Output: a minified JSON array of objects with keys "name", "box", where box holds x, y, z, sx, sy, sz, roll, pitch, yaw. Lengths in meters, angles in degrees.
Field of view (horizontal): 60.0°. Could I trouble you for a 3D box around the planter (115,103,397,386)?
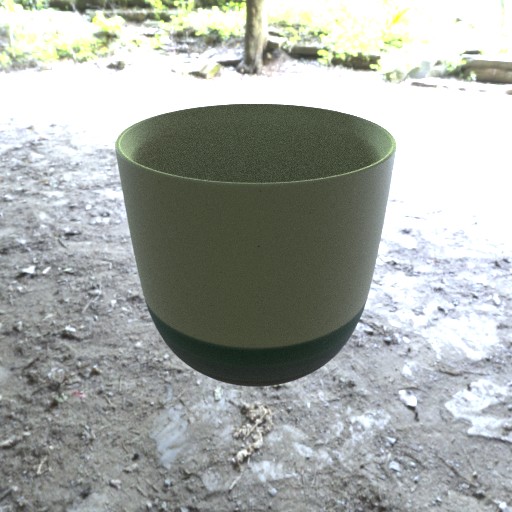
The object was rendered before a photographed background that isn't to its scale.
[{"name":"planter","box":[0.000,0.000,0.386,0.204,0.214,0.204,0,31,0]}]
